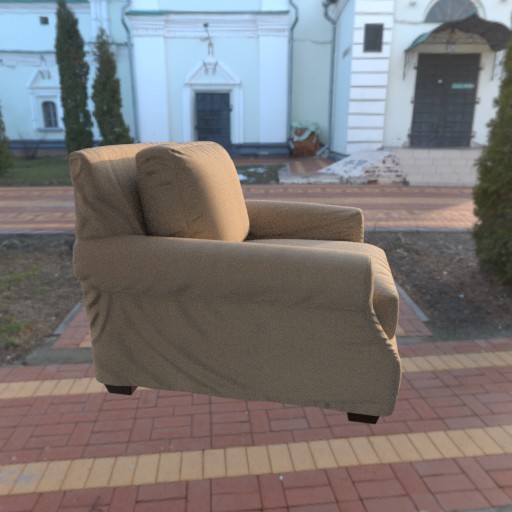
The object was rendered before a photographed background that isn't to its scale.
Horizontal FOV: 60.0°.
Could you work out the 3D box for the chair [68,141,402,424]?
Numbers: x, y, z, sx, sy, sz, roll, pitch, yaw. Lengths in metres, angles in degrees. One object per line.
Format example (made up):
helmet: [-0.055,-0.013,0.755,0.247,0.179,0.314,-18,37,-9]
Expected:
chair: [0.000,0.000,1.734,1.066,0.866,0.940,3,16,10]
